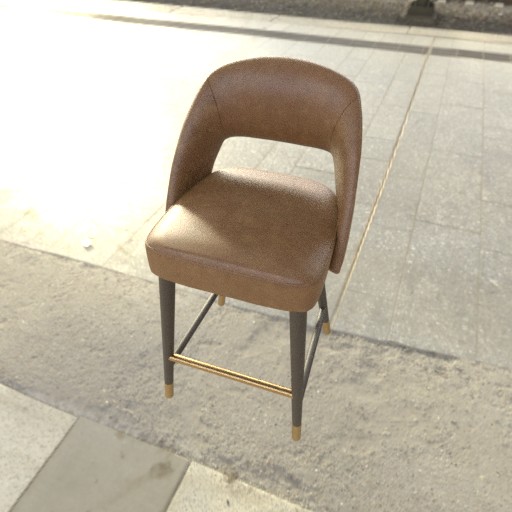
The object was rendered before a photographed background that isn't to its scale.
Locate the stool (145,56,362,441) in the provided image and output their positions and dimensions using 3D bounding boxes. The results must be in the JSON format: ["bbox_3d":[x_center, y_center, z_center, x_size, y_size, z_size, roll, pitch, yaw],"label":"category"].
[{"bbox_3d":[0.000,0.000,1.260,0.494,0.940,0.509,13,43,15],"label":"stool"}]
